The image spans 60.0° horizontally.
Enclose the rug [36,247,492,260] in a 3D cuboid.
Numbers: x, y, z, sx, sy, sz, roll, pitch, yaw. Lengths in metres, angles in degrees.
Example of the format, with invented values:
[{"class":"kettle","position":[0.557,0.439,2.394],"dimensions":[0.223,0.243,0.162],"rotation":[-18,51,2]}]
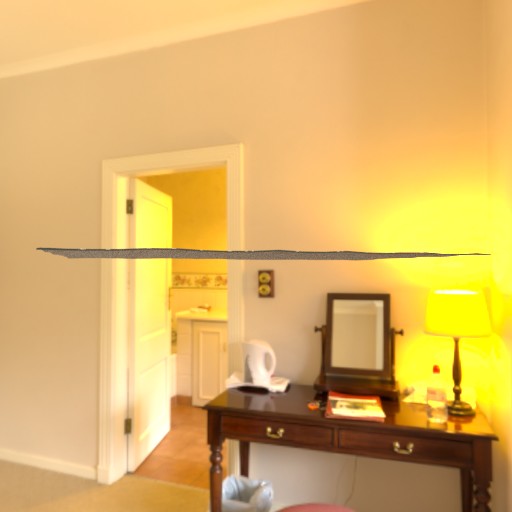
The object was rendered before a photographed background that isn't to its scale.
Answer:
[{"class":"rug","position":[0.000,0.000,2.967],"dimensions":[2.448,0.017,1.529],"rotation":[1,-2,-18]}]
